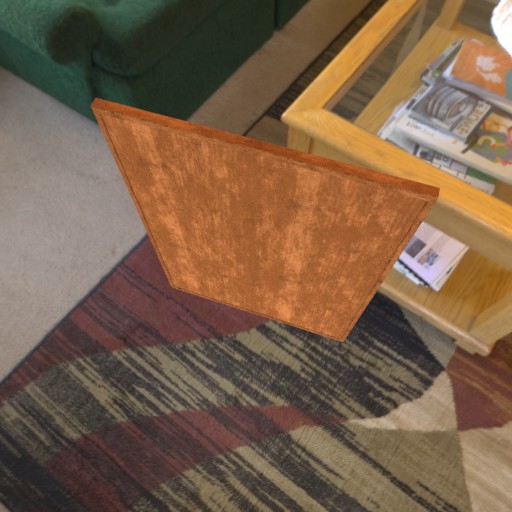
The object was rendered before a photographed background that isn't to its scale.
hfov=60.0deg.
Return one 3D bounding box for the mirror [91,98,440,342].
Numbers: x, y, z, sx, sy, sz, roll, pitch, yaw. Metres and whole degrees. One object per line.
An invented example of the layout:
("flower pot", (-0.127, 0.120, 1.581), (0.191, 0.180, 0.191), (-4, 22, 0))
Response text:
("mirror", (0.000, 0.000, 1.460), (0.796, 1.099, 0.028), (17, 65, 8))
